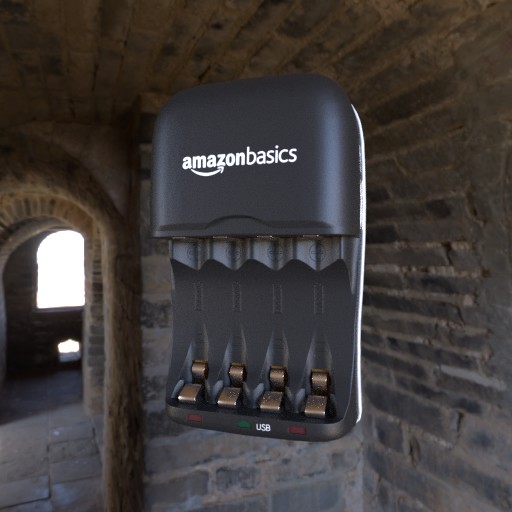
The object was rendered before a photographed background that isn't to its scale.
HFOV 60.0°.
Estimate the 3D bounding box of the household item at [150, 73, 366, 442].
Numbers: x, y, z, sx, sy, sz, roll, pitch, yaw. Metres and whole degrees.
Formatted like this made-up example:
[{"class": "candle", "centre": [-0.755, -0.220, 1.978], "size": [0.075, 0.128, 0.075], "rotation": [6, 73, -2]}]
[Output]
[{"class": "household item", "centre": [0.000, 0.000, 0.148], "size": [0.070, 0.114, 0.038], "rotation": [0, 0, 18]}]
